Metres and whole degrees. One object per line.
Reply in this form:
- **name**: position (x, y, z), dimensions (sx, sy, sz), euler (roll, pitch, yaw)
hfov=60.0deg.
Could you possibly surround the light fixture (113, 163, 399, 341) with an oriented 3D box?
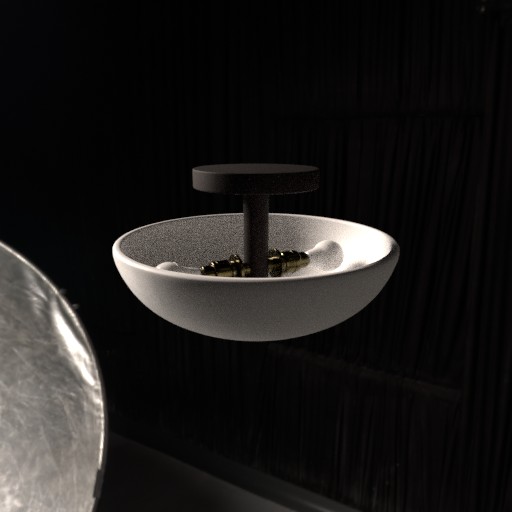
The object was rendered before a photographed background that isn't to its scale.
- **light fixture**: position (0.000, 0.000, 0.541), dimensions (0.331, 0.212, 0.331), euler (0, 15, 0)
